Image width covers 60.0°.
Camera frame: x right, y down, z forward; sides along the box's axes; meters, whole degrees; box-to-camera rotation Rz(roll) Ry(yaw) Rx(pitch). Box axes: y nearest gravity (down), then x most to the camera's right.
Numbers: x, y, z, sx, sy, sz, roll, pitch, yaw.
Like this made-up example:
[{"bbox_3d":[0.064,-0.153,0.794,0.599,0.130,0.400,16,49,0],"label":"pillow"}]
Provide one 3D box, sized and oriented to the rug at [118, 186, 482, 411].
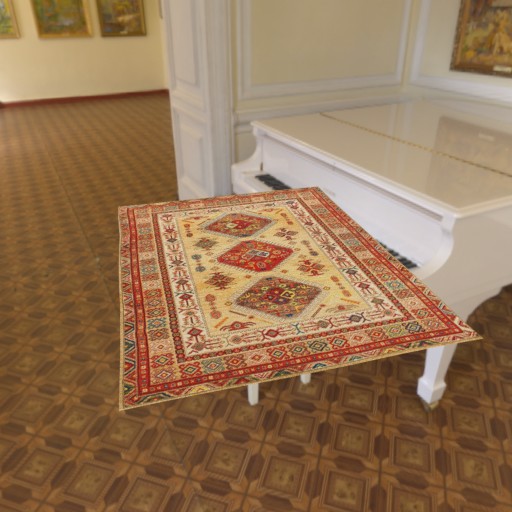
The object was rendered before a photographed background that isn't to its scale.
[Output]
[{"bbox_3d":[0.000,0.000,4.099,2.460,0.005,3.067,-8,30,-13],"label":"rug"}]
